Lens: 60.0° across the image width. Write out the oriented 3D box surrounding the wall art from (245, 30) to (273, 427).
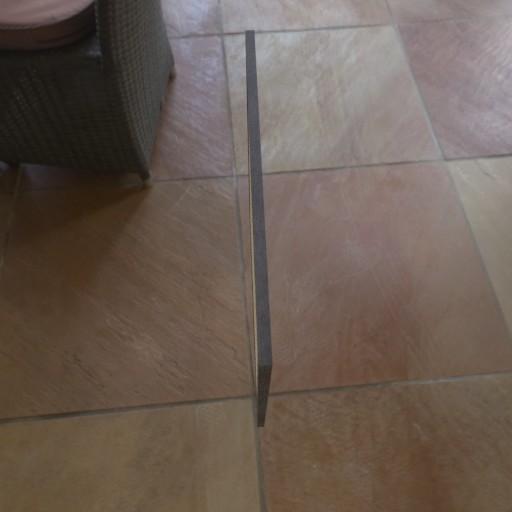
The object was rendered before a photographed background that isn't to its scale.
[{"bbox_3d":[0.000,0.000,0.702,0.013,0.457,0.457,-2,62,-1],"label":"wall art"}]
